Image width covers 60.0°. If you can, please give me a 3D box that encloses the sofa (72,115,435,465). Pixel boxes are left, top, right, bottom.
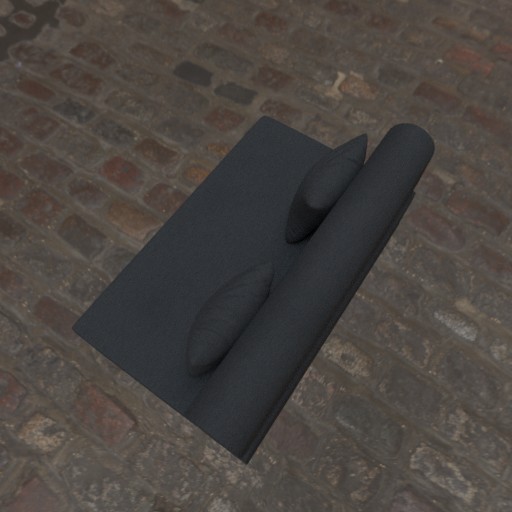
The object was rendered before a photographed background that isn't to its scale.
[{"bbox_3d":[0.000,0.000,1.695,0.762,0.670,1.225,32,68,15],"label":"sofa"}]
